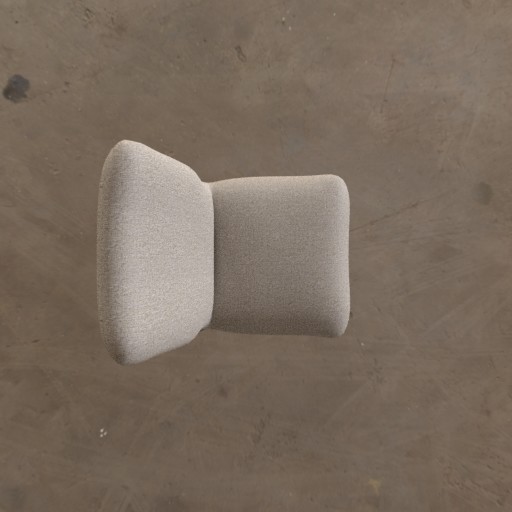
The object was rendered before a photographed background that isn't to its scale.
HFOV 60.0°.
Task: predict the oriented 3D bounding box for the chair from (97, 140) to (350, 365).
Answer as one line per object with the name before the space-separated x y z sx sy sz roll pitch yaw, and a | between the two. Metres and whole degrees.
chair | 0.000 0.000 1.182 0.560 0.864 0.448 0 89 1
